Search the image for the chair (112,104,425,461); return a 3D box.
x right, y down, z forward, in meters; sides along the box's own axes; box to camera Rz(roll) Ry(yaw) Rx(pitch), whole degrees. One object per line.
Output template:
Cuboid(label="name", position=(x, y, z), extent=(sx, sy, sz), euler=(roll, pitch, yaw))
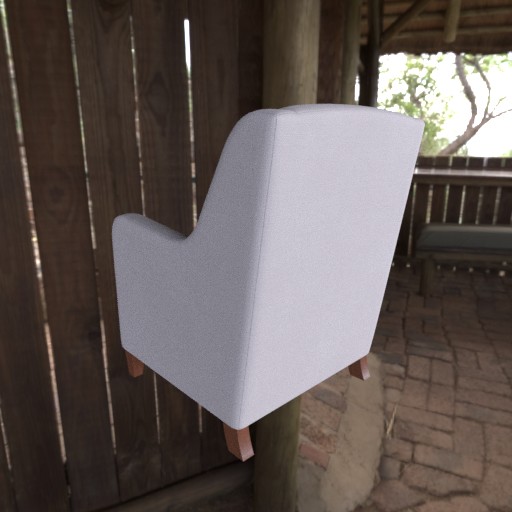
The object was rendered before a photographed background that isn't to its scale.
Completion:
Cuboid(label="chair", position=(0.000, 0.000, 1.612), extent=(0.715, 1.010, 0.863), euler=(-14, 21, -42))
